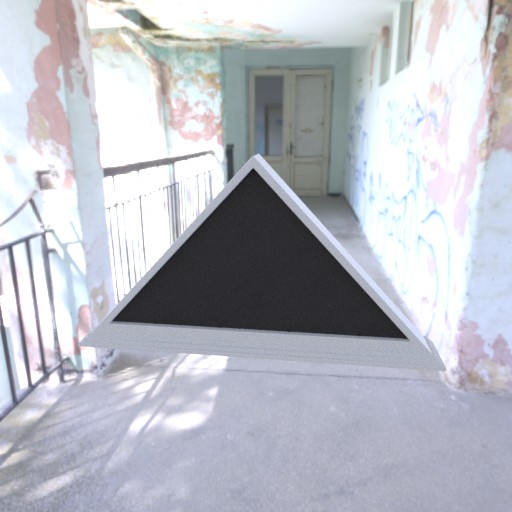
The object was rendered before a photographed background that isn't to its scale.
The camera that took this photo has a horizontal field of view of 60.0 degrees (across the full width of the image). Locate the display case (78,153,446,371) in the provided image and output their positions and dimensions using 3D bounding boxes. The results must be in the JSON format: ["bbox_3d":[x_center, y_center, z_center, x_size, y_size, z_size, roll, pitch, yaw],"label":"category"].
[{"bbox_3d":[0.000,0.000,0.763,0.640,0.340,0.095,2,16,7],"label":"display case"}]
